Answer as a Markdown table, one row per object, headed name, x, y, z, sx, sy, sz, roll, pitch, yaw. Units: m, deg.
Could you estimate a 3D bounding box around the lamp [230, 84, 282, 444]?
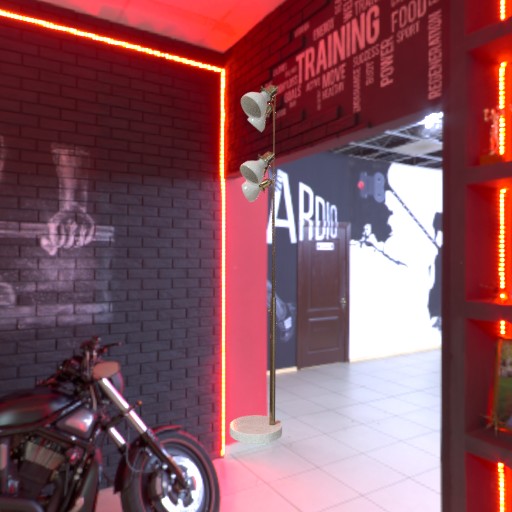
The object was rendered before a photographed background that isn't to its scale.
| name | x | y | z | sx | sy | sz | roll | pitch | yaw |
| --- | --- | --- | --- | --- | --- | --- | --- | --- | --- |
| lamp | 0.000 | 0.000 | 3.016 | 0.361 | 2.423 | 1.405 | 0 | -1 | 1 |
